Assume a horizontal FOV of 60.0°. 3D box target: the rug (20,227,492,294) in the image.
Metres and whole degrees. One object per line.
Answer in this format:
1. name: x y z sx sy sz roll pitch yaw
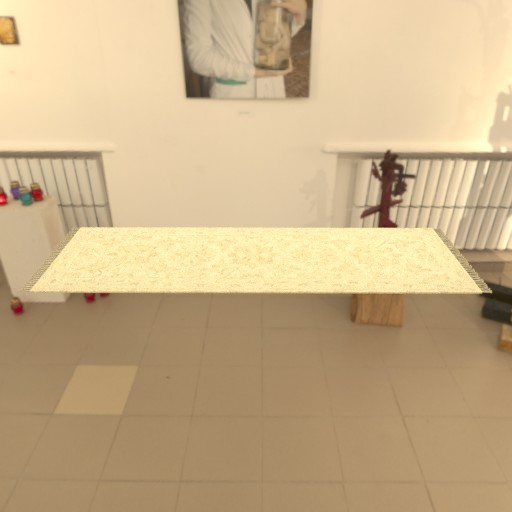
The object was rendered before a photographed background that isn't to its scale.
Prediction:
1. rug: 0.000 0.000 2.731 2.544 0.015 0.795 0 29 0
